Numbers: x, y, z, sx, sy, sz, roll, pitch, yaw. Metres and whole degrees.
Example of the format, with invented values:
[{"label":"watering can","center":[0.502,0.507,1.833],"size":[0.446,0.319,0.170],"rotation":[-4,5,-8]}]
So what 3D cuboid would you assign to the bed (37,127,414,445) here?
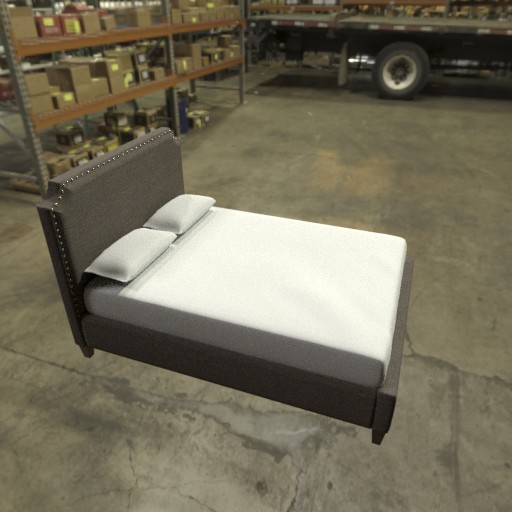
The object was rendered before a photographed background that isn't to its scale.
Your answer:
[{"label":"bed","center":[0.000,0.000,3.481],"size":[2.381,1.457,1.713],"rotation":[11,33,17]}]
